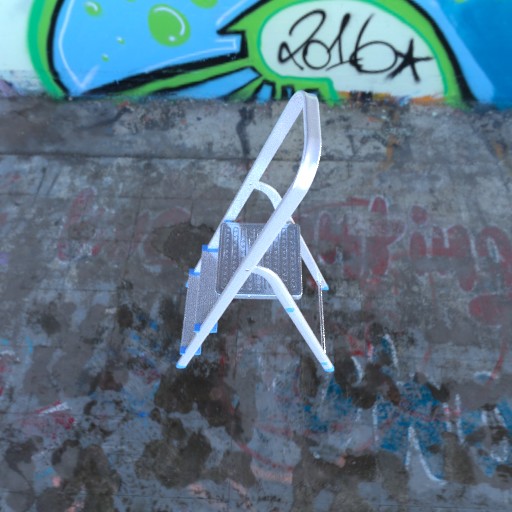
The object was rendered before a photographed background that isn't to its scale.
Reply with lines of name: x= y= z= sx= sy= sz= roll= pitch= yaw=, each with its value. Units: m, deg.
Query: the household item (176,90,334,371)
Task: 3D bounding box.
household item: x=0.000 y=0.000 z=1.517 sx=0.687 sy=1.215 sz=0.420 roll=1 pitch=59 yaw=1
